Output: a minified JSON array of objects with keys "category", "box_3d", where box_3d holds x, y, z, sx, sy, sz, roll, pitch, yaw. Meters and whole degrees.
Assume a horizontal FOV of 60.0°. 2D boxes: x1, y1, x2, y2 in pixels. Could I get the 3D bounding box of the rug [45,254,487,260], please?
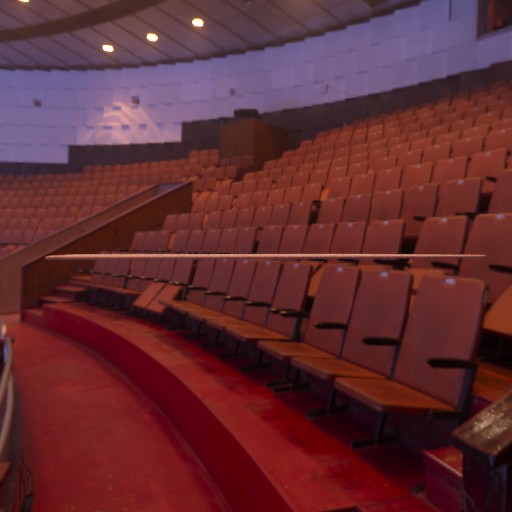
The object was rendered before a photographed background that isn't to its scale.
[{"category":"rug","box_3d":[0.000,0.000,2.085,1.678,0.013,1.078,0,0,-18]}]
